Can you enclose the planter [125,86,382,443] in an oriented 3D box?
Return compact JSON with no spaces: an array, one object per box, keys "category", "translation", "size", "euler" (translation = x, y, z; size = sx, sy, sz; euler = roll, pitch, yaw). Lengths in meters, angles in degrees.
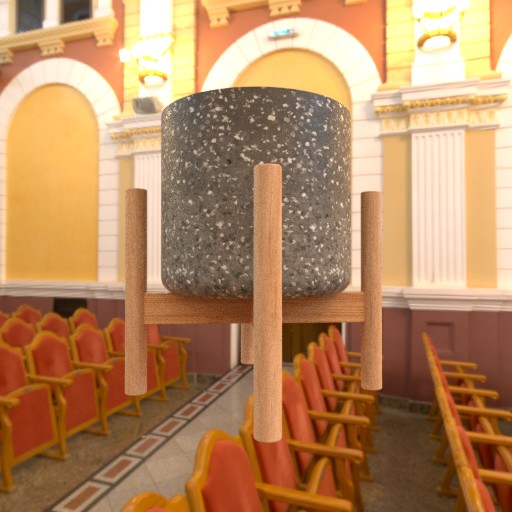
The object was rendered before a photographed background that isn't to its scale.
[{"category":"planter","translation":[0.000,0.000,0.530],"size":[0.284,0.320,0.284],"euler":[0,0,18]}]
